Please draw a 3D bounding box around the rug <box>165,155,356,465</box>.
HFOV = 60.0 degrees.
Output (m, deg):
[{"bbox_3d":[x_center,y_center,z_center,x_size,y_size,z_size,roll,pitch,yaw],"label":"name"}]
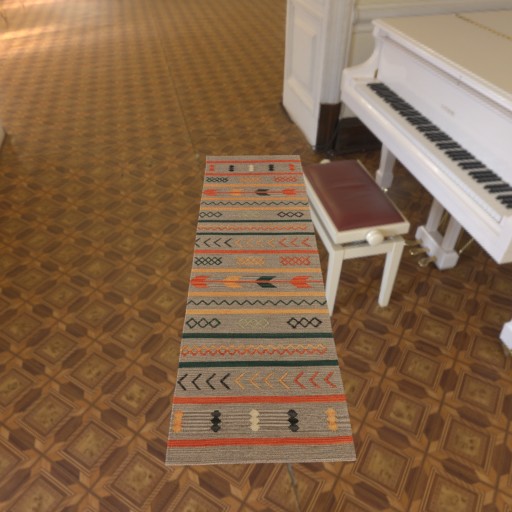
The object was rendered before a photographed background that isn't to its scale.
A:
[{"bbox_3d":[0.000,0.000,2.613,0.744,0.022,2.419,-1,41,-1],"label":"rug"}]
